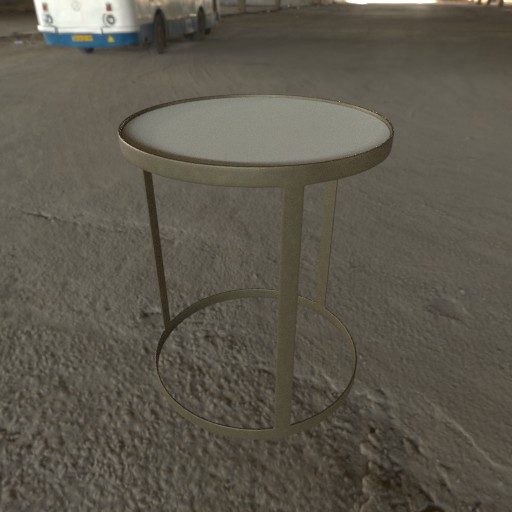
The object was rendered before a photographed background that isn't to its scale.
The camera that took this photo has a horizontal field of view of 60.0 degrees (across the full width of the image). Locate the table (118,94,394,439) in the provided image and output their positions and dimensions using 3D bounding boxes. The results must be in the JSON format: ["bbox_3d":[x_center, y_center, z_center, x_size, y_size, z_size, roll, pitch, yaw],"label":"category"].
[{"bbox_3d":[0.000,0.000,0.941,0.480,0.565,0.480,0,31,0],"label":"table"}]
